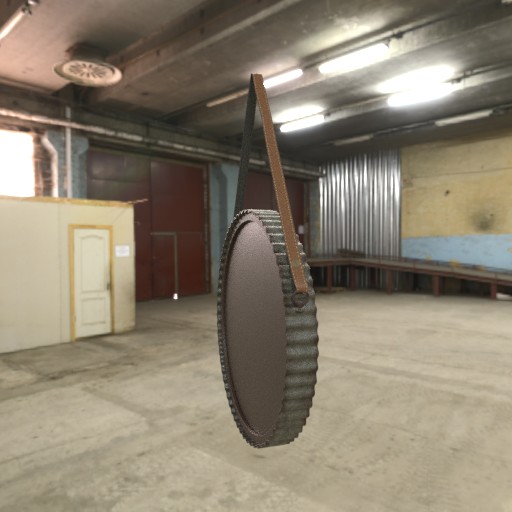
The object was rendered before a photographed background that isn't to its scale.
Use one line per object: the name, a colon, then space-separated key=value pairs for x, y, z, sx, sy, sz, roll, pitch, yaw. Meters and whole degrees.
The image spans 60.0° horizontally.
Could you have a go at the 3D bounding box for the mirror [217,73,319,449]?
mirror: x=0.000 y=0.000 z=0.692 sx=0.042 sy=0.568 sz=0.355 roll=0 pitch=1 yaw=-19
